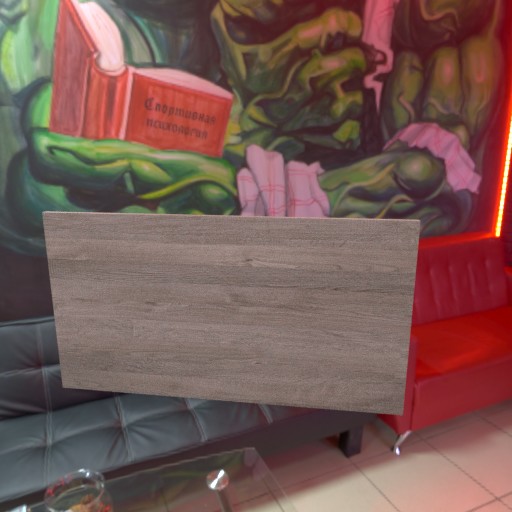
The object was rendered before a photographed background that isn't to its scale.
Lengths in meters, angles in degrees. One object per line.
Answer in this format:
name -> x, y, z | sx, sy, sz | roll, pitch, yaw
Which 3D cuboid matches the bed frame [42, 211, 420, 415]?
bed frame -> 0.000, 0.000, 2.747 | 1.490, 0.800, 1.950 | 2, 14, 8
